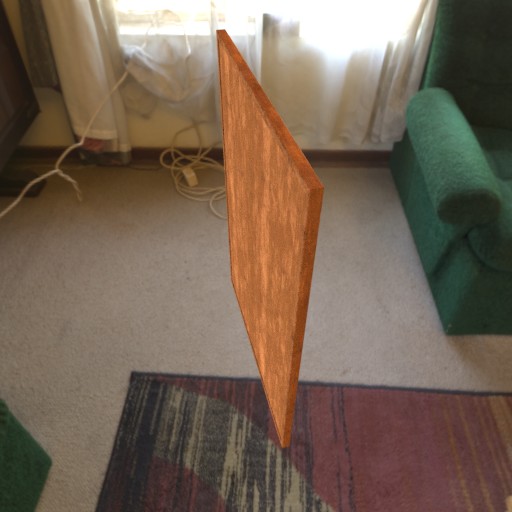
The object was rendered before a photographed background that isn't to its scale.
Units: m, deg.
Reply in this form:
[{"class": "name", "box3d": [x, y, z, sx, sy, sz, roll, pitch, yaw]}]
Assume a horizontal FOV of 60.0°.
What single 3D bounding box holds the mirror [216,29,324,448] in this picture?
[{"class": "mirror", "box3d": [0.000, 0.000, 1.408, 0.028, 1.099, 0.796, -11, 46, -11]}]
